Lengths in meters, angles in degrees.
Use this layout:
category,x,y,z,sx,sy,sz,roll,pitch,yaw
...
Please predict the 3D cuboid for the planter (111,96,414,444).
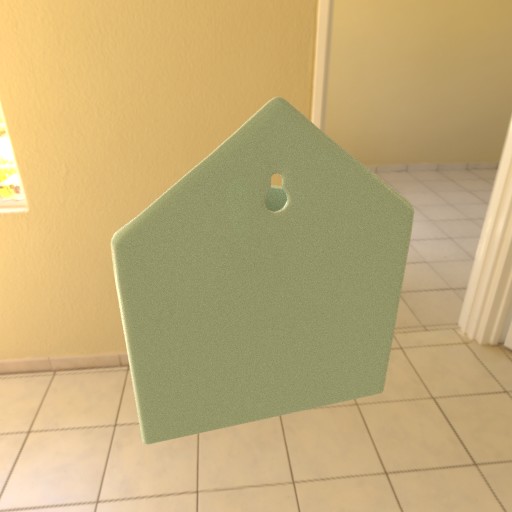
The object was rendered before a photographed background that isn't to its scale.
category,x,y,z,sx,sy,sz,roll,pitch,yaw
planter,0.000,0.000,0.275,0.164,0.197,0.079,-7,28,-14
